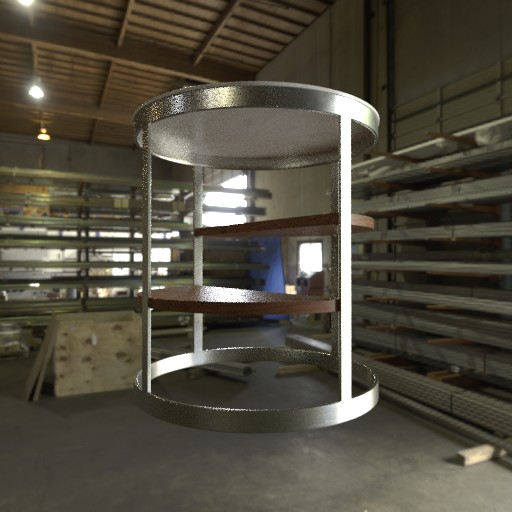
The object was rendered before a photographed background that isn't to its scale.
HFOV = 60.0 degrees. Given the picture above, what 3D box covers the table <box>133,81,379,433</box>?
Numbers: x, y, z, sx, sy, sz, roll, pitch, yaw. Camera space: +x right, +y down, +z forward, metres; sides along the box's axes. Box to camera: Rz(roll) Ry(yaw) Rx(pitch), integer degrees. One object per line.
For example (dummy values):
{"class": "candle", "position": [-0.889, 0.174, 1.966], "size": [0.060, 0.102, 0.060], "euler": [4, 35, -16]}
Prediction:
{"class": "table", "position": [0.000, 0.000, 0.757], "size": [0.407, 0.447, 0.407], "euler": [0, 0, 0]}
